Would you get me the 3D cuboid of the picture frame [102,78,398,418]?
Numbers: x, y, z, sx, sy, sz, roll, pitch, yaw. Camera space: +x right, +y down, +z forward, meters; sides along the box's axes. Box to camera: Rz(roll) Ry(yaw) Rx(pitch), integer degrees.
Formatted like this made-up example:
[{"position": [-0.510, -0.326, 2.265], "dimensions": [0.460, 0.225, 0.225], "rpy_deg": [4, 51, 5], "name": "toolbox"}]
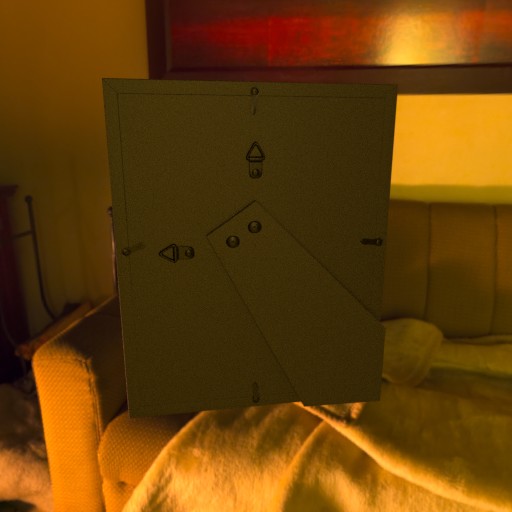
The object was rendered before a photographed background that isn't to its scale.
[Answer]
[{"position": [0.000, 0.000, 0.388], "dimensions": [0.232, 0.284, 0.042], "rpy_deg": [-2, 15, -9], "name": "picture frame"}]
